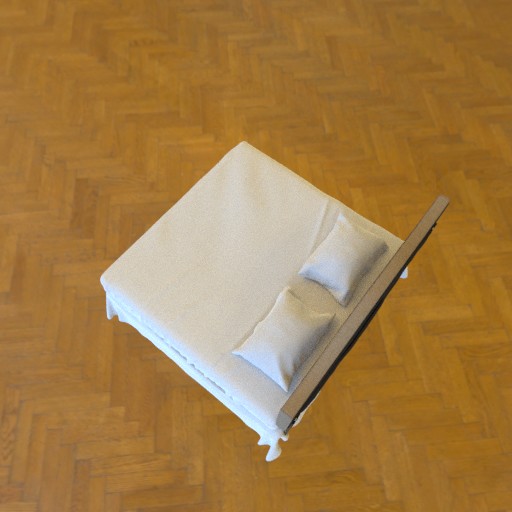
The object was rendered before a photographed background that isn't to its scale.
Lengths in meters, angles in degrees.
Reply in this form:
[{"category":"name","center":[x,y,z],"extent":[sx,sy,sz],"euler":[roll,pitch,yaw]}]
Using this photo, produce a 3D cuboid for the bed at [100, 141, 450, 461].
[{"category":"bed","center":[0.000,0.000,3.767],"extent":[2.222,1.651,2.311],"euler":[36,69,16]}]
